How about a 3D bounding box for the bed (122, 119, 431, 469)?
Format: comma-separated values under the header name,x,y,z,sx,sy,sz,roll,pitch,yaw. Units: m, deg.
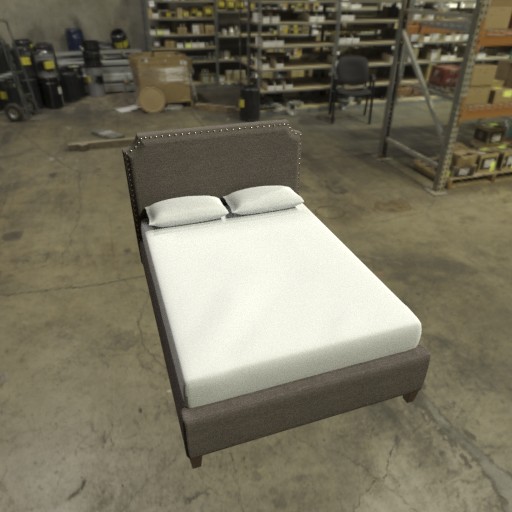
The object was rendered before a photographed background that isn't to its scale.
name,x,y,z,sx,sy,sz,roll,pitch,yaw
bed,0.000,0.000,3.540,1.713,1.457,2.381,-10,33,-16
